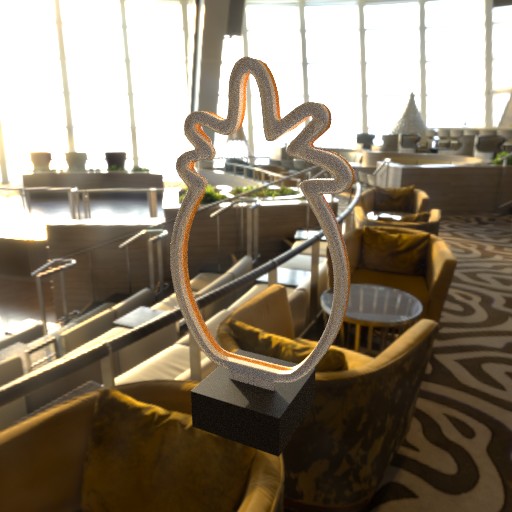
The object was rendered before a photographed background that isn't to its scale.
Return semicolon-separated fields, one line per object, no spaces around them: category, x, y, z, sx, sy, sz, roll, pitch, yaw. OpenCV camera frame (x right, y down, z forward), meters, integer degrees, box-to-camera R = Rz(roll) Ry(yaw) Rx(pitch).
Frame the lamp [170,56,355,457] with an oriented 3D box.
lamp;0.000;0.000;0.385;0.167;0.317;0.088;8;18;26
